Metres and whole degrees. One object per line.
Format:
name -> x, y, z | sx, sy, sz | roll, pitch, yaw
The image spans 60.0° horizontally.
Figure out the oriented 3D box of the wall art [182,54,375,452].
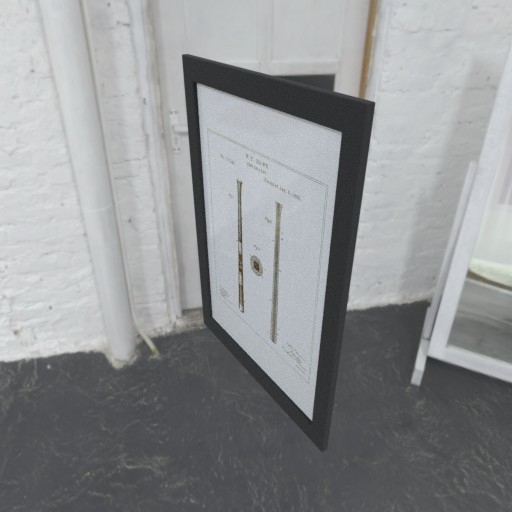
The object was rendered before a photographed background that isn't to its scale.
wall art -> 0.000, 0.000, 0.682 | 0.012, 0.529, 0.374 | -21, 38, -29
